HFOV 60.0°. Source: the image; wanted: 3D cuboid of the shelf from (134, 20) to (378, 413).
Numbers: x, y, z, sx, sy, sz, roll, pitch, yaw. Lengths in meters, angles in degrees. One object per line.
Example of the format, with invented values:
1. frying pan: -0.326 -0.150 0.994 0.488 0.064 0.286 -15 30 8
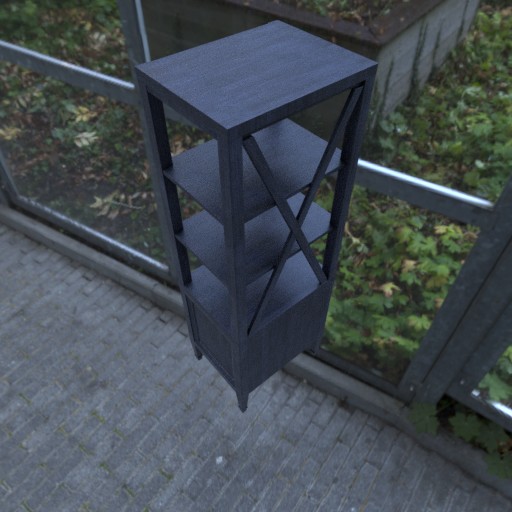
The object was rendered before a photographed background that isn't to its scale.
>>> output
1. shelf: 0.000 0.000 1.987 0.584 1.727 0.472 -32 55 -26
